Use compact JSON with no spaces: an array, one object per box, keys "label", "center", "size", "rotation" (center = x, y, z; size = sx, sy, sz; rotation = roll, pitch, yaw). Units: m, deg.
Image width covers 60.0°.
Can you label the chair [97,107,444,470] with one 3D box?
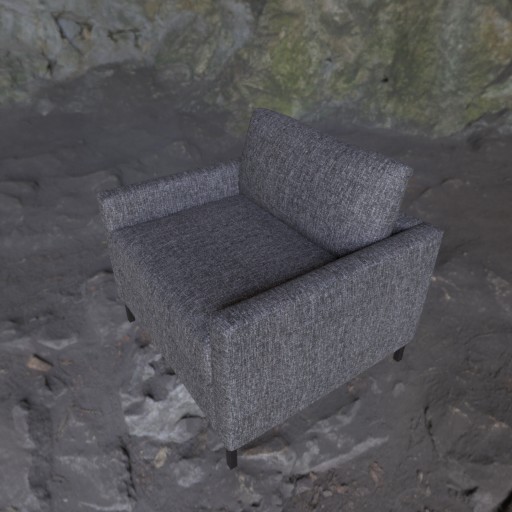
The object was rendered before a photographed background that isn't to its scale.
[{"label":"chair","center":[0.000,0.000,1.659],"size":[0.866,0.861,0.963],"rotation":[-21,39,-29]}]
